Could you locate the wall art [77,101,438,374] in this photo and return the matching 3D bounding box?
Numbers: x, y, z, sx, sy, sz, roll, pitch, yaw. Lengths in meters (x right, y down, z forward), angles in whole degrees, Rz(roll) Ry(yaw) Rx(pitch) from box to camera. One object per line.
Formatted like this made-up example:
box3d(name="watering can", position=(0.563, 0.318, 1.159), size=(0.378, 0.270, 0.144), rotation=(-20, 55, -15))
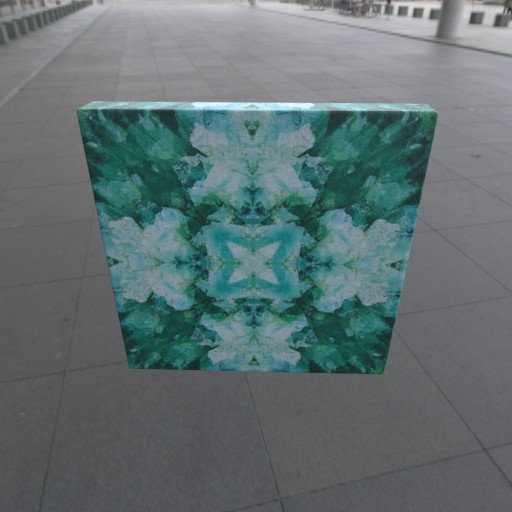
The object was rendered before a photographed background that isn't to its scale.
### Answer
box3d(name="wall art", position=(0.000, 0.000, 0.477), size=(0.313, 0.313, 0.033), rotation=(1, 31, 2))
